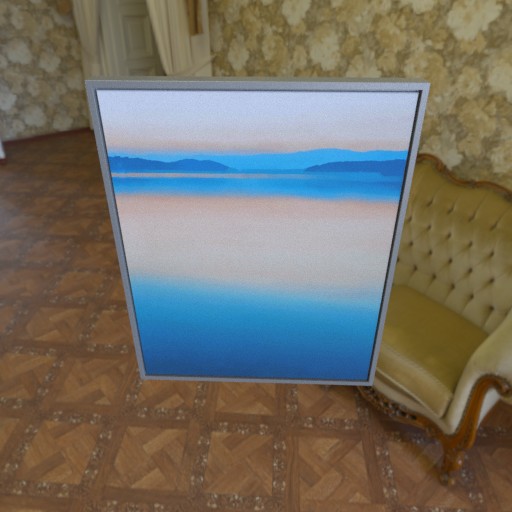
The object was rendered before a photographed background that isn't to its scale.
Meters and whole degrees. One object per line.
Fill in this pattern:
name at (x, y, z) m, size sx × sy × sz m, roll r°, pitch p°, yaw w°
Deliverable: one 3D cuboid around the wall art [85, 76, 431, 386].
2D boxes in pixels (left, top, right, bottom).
wall art at (0.000, 0.000, 0.738) m, size 0.453 × 0.554 × 0.037 m, roll 1°, pitch 31°, yaw 2°
